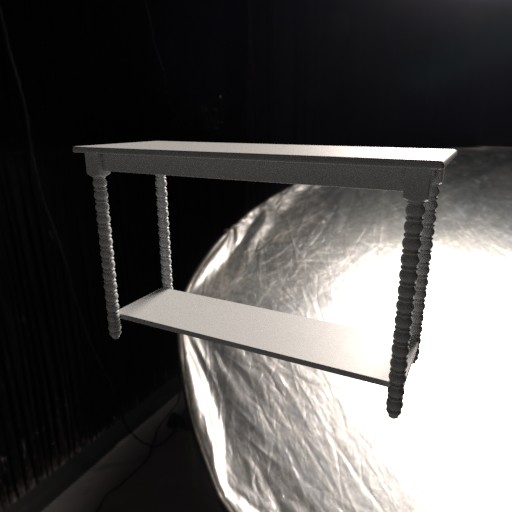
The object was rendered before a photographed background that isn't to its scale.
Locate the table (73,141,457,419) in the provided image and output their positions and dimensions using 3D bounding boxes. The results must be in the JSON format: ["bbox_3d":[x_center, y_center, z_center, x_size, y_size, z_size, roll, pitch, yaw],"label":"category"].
[{"bbox_3d":[0.000,0.000,1.556,1.184,0.740,0.459,9,19,26],"label":"table"}]
